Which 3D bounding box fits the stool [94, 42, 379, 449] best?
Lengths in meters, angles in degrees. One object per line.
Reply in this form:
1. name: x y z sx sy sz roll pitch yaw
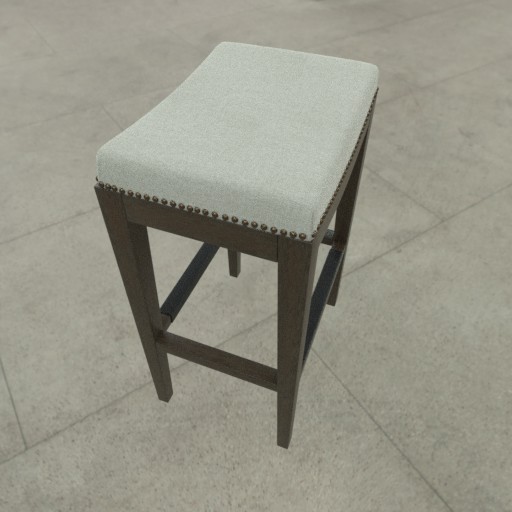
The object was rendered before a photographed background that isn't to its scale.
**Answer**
1. stool: 0.000 0.000 1.017 0.358 0.759 0.498 16 48 14
